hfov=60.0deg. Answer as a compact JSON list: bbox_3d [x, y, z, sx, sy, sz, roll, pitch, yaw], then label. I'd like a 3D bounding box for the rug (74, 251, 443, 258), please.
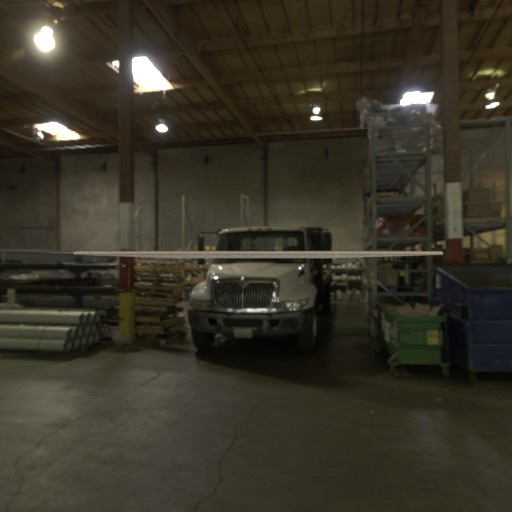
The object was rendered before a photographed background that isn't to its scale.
[{"bbox_3d":[0.000,0.000,2.107,1.066,0.011,1.677,0,-1,-1],"label":"rug"}]
